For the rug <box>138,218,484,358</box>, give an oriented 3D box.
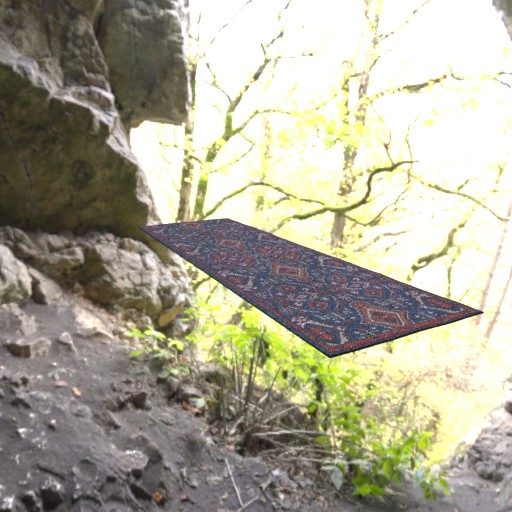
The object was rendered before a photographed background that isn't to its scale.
[{"bbox_3d":[0.000,0.000,2.672,0.801,0.010,2.459,-8,17,-28],"label":"rug"}]
